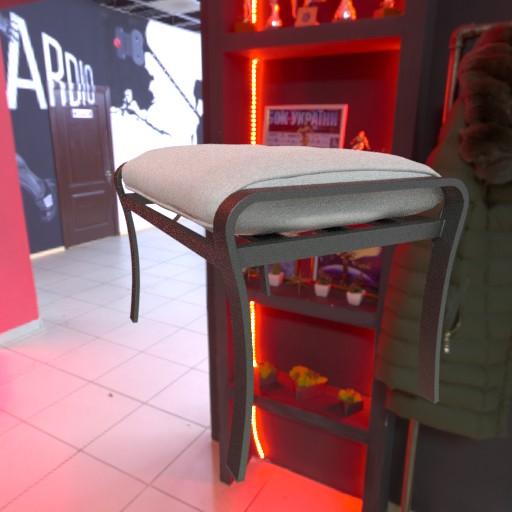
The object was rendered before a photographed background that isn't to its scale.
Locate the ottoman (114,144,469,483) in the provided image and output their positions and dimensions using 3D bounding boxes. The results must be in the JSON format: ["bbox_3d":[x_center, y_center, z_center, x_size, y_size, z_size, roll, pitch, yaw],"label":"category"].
[{"bbox_3d":[0.000,0.000,0.874,0.406,0.422,0.610,-8,18,-27],"label":"ottoman"}]
